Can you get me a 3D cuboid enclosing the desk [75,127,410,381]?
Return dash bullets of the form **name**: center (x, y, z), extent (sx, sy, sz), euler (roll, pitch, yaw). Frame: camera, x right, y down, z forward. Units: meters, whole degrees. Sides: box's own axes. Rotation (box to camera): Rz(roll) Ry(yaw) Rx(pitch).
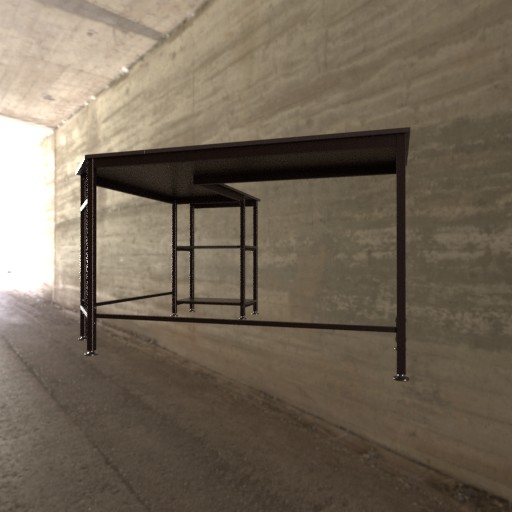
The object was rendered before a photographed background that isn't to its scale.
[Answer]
- **desk**: center (0.000, 0.000, 2.149), extent (1.379, 0.739, 1.379), euler (0, 0, 18)
